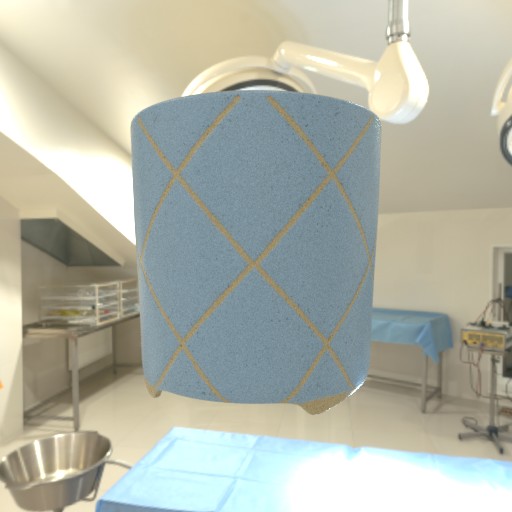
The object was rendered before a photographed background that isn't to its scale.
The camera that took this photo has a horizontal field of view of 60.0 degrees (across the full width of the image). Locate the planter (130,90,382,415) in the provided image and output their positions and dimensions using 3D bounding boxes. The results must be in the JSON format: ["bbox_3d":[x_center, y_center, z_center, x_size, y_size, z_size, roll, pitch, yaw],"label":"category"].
[{"bbox_3d":[0.000,0.000,0.420,0.227,0.235,0.227,0,1,0],"label":"planter"}]
